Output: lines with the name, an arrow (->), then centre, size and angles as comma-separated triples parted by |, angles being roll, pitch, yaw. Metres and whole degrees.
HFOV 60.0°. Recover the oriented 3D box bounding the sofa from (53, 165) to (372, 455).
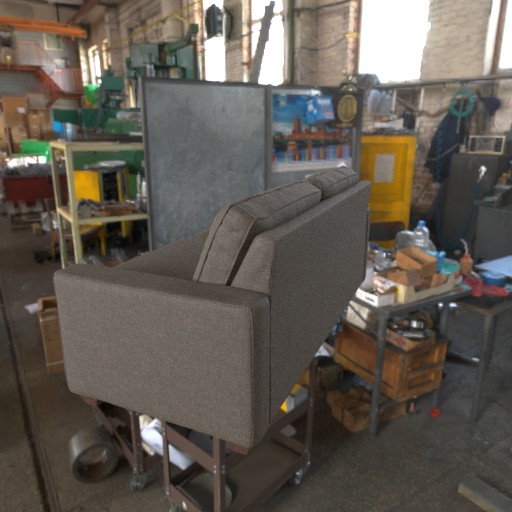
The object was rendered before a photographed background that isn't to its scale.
sofa -> 0.000, 0.000, 2.537 | 0.940, 0.919, 2.080 | 7, 18, 23
